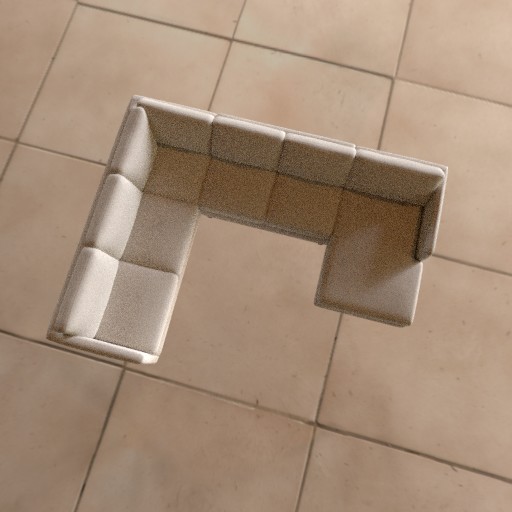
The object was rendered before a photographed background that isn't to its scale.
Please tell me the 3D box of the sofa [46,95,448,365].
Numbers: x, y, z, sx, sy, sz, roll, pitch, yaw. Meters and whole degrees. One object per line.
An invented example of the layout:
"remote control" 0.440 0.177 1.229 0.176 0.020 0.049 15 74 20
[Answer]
"sofa" 0.000 0.000 4.352 3.238 0.853 2.551 14 77 3
